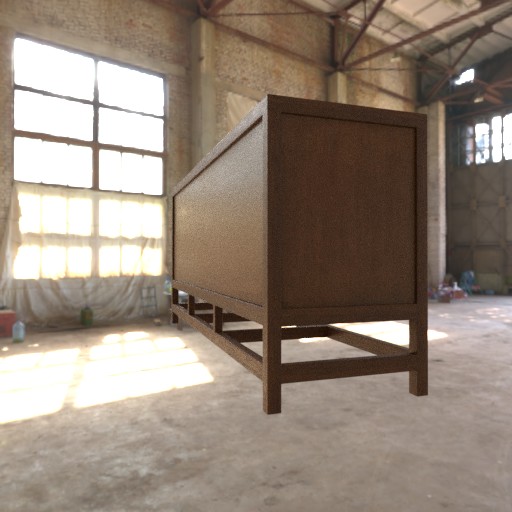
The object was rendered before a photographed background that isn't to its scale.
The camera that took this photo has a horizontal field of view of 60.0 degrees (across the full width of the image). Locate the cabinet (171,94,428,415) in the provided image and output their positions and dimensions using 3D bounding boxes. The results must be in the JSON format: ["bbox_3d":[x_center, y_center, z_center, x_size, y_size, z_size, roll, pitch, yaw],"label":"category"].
[{"bbox_3d":[0.000,0.000,2.023,0.522,0.820,1.708,0,0,-19],"label":"cabinet"}]
